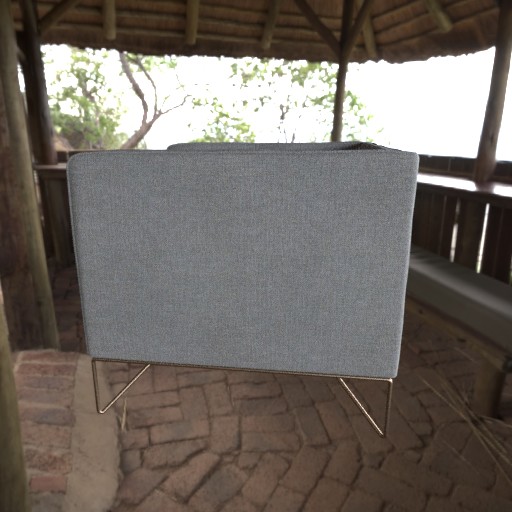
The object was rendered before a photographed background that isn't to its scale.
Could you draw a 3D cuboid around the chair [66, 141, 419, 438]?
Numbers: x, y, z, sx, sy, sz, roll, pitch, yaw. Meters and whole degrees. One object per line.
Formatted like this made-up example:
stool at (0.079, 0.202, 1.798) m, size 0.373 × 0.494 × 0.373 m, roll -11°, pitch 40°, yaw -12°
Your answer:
chair at (0.000, 0.000, 1.623) m, size 0.912 × 0.799 × 0.920 m, roll 2°, pitch 16°, yaw 7°
